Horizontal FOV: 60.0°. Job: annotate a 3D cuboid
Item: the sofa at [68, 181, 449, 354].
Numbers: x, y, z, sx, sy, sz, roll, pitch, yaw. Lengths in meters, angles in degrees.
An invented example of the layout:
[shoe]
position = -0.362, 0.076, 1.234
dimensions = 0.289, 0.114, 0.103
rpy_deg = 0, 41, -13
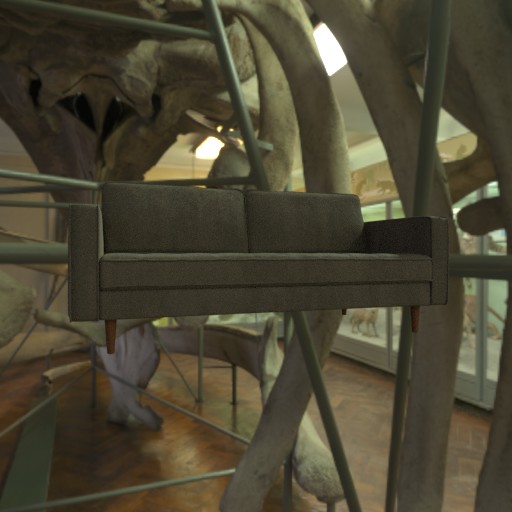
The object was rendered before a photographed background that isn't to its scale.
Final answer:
[sofa]
position = 0.000, 0.000, 2.486
dimensions = 1.920, 0.825, 0.924
rpy_deg = 0, 0, -19
